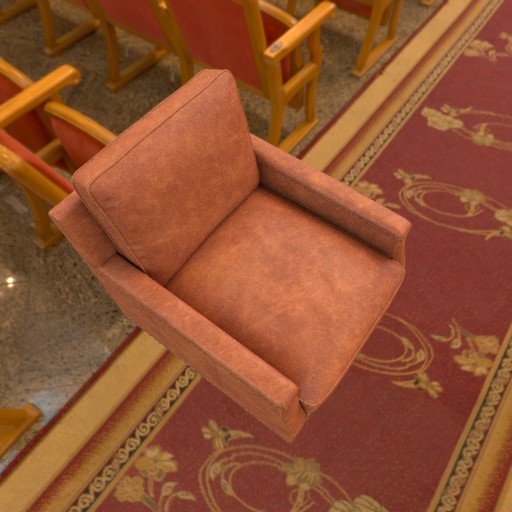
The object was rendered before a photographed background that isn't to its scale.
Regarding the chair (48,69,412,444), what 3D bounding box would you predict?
[{"bbox_3d":[0.000,0.000,1.687,1.014,0.943,0.853,33,65,18],"label":"chair"}]
